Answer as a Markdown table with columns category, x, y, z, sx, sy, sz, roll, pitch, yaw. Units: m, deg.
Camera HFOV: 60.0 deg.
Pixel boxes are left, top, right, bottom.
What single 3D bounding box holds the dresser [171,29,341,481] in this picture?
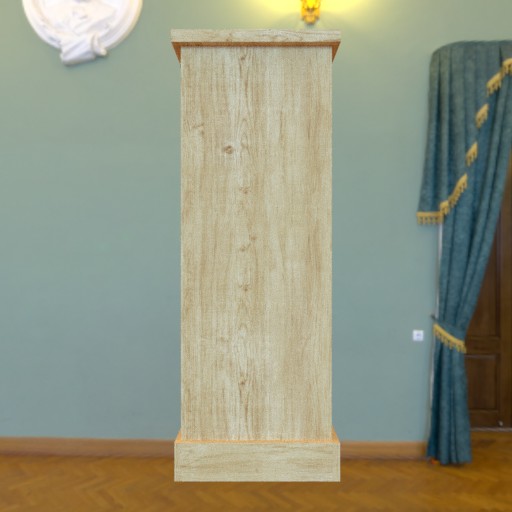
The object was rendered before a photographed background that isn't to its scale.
| category | x | y | z | sx | sy | sz | roll | pitch | yaw |
| --- | --- | --- | --- | --- | --- | --- | --- | --- | --- |
| dresser | 0.000 | 0.000 | 1.284 | 0.390 | 1.041 | 0.531 | 0 | 0 | 0 |
